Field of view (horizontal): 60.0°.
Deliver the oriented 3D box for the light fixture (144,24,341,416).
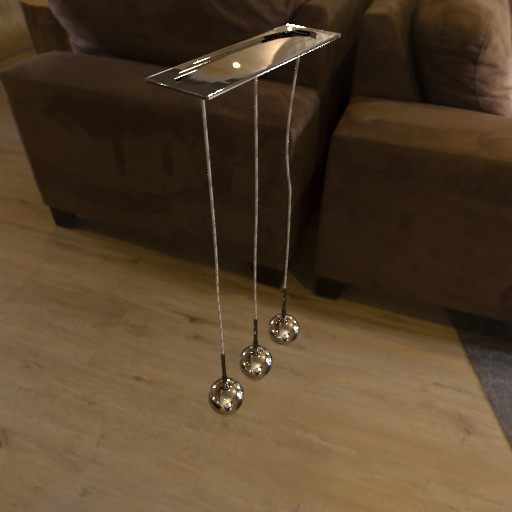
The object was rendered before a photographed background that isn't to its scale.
[{"bbox_3d":[0.000,0.000,1.625,0.188,1.408,0.623,25,46,26],"label":"light fixture"}]
